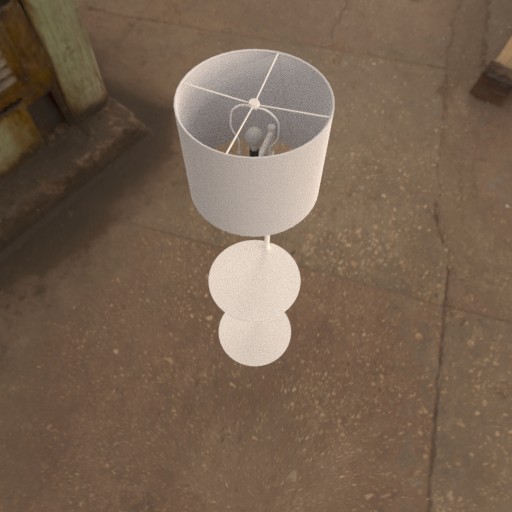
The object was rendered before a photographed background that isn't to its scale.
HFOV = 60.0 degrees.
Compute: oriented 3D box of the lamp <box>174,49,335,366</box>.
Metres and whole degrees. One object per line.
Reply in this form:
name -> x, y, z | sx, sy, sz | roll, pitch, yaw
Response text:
lamp -> 0.000, 0.000, 1.662 | 0.372, 1.465, 0.405 | 17, 61, 10
